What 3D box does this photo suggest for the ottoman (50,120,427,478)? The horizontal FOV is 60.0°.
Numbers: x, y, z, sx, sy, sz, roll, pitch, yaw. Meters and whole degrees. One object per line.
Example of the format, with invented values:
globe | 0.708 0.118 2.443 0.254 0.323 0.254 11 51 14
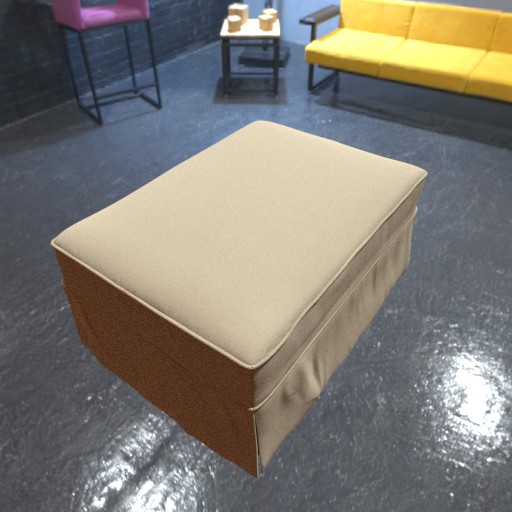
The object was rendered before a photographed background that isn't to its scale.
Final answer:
ottoman | 0.000 0.000 1.347 0.721 0.482 0.959 26 47 27
